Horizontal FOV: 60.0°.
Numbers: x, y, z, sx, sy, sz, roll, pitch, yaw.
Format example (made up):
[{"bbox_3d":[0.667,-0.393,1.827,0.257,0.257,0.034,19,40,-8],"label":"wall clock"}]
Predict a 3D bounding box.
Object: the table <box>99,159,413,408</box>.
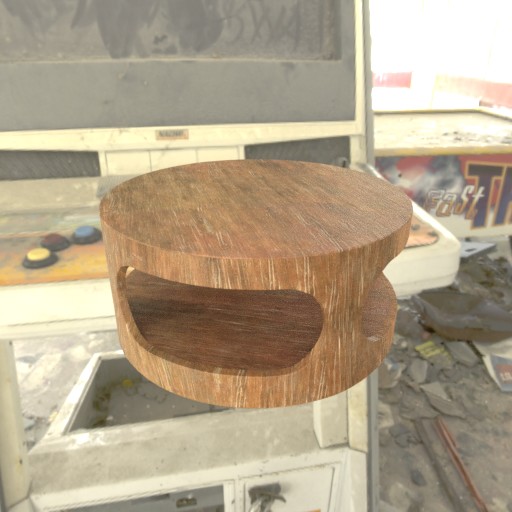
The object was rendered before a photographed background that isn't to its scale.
[{"bbox_3d":[0.000,0.000,1.537,0.974,0.450,0.974,0,25,0],"label":"table"}]
